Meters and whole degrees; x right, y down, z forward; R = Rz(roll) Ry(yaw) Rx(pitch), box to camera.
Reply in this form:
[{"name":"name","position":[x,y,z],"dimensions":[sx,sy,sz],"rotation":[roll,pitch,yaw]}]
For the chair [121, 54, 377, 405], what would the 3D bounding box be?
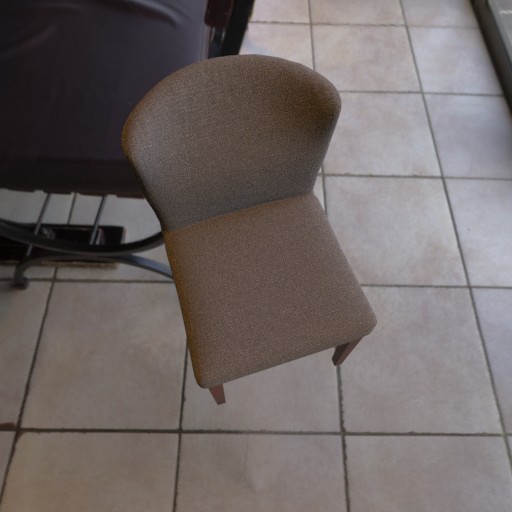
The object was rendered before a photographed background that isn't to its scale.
[{"name":"chair","position":[0.000,0.000,1.211],"dimensions":[0.491,0.839,0.589],"rotation":[-16,63,-8]}]
